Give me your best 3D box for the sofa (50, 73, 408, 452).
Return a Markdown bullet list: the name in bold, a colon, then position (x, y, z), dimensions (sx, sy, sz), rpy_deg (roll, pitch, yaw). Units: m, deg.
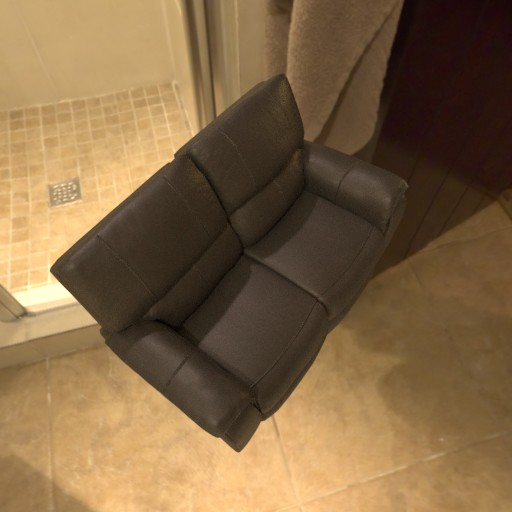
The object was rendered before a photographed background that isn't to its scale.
- **sofa**: position (0.000, 0.000, 2.464), dimensions (1.104, 1.111, 1.765), rpy_deg (33, 63, 19)
